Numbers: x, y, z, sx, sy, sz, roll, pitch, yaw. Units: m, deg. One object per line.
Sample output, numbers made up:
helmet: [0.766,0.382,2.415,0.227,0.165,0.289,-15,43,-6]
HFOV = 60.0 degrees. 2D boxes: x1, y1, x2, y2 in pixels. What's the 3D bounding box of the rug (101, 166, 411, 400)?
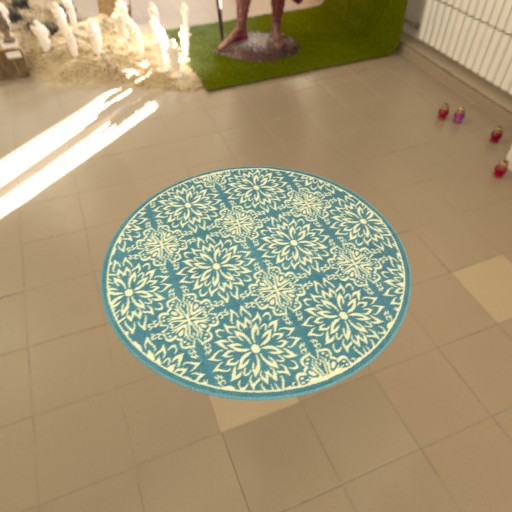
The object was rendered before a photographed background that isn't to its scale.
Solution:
rug: [0.000,0.000,2.334,1.593,0.012,1.593,0,47,0]
